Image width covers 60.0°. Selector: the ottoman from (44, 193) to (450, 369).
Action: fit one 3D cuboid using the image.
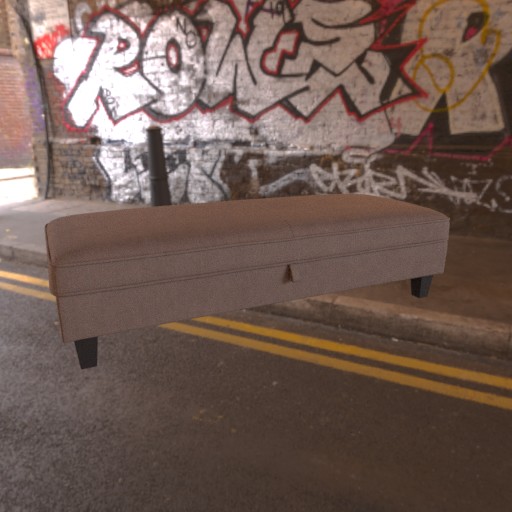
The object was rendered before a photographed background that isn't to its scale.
[{"bbox_3d":[0.000,0.000,2.077,1.764,0.470,0.751,-8,18,-24],"label":"ottoman"}]
